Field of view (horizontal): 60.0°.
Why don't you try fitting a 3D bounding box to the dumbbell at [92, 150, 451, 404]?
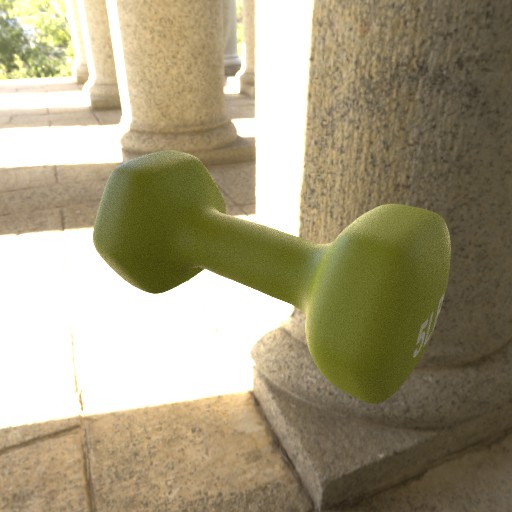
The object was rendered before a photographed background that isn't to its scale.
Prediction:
[{"bbox_3d":[0.000,0.000,0.208,0.164,0.072,0.080,20,35,32],"label":"dumbbell"}]
